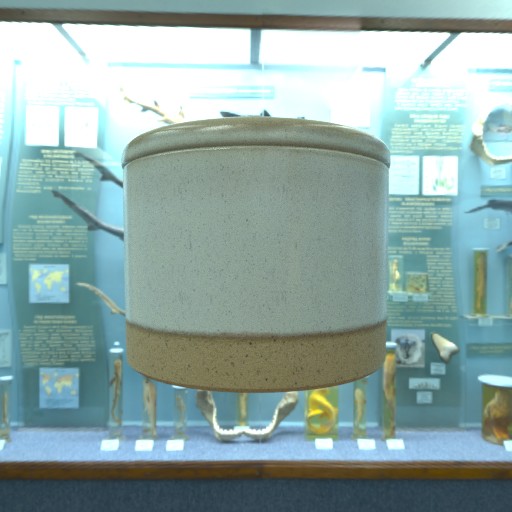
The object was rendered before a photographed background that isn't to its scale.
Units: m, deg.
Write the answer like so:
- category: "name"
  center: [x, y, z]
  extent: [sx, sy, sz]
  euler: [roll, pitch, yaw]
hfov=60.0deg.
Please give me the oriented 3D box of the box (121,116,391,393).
- category: "box"
  center: [0.000, 0.000, 0.265]
  extent: [0.154, 0.123, 0.154]
  euler: [0, 0, 0]
